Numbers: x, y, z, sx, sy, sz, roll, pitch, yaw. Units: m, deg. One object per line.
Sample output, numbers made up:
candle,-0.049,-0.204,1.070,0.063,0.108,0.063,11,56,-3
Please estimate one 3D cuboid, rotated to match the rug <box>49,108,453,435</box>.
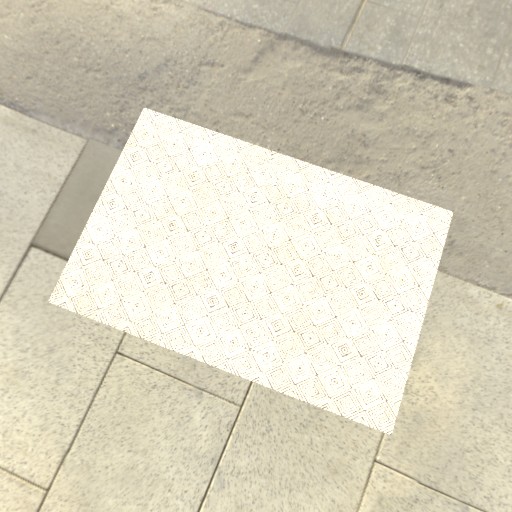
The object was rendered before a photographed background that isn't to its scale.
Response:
rug,0.000,0.000,2.280,1.783,0.008,1.175,20,76,5
